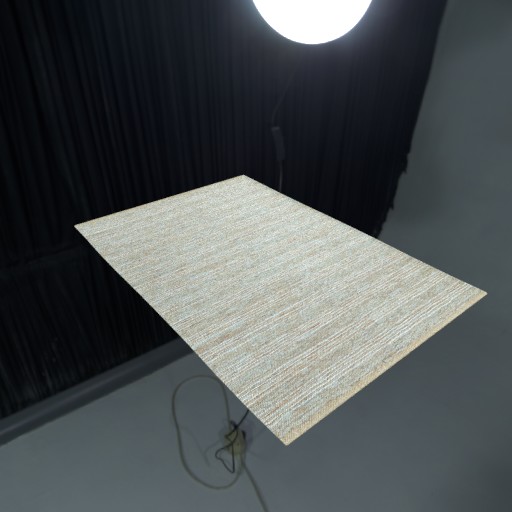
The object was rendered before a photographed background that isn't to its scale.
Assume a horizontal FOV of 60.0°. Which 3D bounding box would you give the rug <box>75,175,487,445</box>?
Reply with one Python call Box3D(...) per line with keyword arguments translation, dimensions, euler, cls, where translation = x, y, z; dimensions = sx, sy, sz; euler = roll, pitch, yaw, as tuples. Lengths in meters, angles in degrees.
Box3D(translation=(0.000, 0.000, 2.290), dimensions=(1.240, 0.010, 1.824), euler=(-23, 39, -32), cls="rug")
